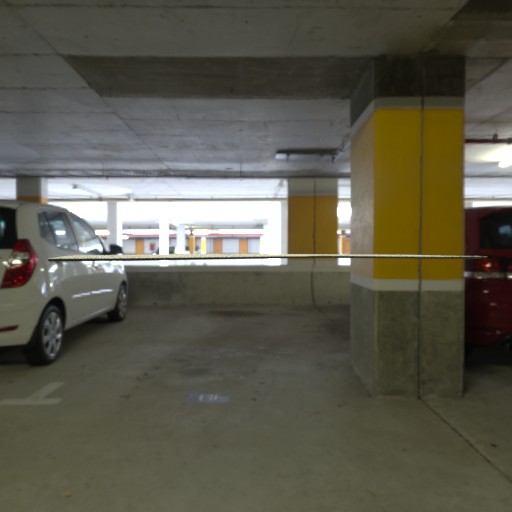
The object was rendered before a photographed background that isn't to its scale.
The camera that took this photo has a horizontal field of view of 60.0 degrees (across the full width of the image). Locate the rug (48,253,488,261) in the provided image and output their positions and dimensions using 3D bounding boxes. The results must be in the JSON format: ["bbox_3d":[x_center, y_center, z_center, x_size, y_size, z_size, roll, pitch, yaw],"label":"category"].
[{"bbox_3d":[0.000,0.000,2.233,1.789,0.021,1.159,0,1,-19],"label":"rug"}]
